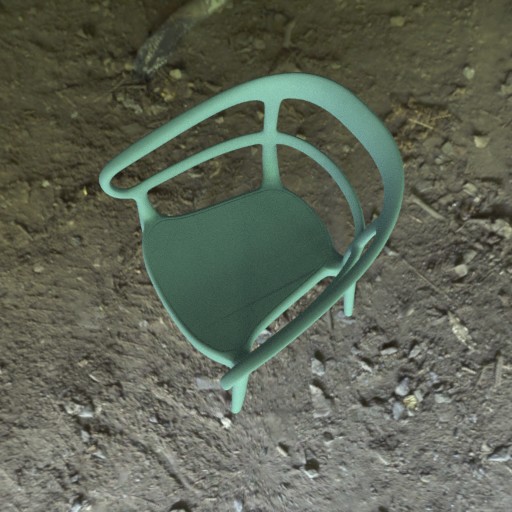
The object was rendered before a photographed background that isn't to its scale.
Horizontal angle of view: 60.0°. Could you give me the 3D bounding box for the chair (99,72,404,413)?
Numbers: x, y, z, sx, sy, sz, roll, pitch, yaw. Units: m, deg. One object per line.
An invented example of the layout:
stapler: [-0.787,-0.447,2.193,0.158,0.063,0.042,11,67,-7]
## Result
chair: [0.000,0.000,1.148,0.527,0.761,0.559,-31,69,-13]
